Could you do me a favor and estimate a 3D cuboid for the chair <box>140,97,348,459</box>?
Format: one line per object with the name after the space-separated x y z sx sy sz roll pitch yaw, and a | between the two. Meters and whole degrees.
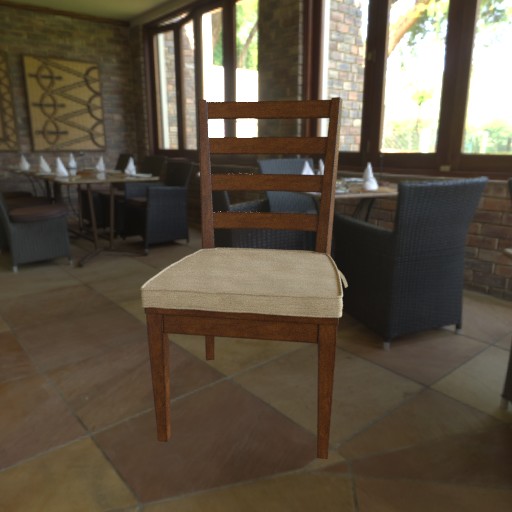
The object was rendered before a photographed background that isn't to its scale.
0.000 0.000 1.384 0.593 0.979 0.595 2 14 9 | chair
